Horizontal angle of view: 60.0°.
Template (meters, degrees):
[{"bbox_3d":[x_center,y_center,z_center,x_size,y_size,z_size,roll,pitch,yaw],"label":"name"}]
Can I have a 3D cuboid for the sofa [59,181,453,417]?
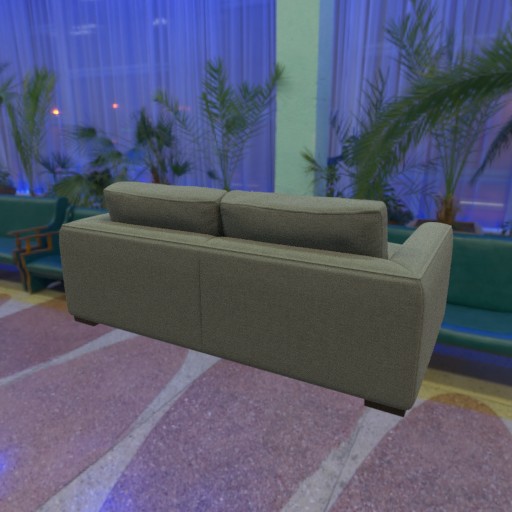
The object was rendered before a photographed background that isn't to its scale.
[{"bbox_3d":[0.000,0.000,2.446,1.920,0.800,1.069,9,18,28],"label":"sofa"}]
